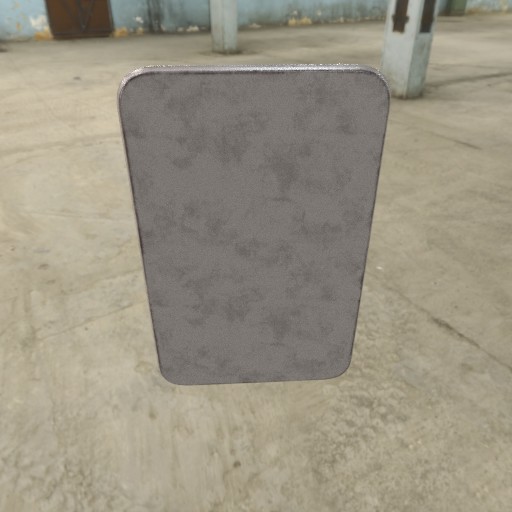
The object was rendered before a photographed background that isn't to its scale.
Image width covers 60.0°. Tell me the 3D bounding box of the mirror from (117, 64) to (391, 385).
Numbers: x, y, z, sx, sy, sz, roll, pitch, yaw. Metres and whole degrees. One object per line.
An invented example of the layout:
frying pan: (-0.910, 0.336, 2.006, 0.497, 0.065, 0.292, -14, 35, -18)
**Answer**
mirror: (0.000, 0.000, 0.894, 0.461, 0.713, 0.024, -2, 31, -3)
